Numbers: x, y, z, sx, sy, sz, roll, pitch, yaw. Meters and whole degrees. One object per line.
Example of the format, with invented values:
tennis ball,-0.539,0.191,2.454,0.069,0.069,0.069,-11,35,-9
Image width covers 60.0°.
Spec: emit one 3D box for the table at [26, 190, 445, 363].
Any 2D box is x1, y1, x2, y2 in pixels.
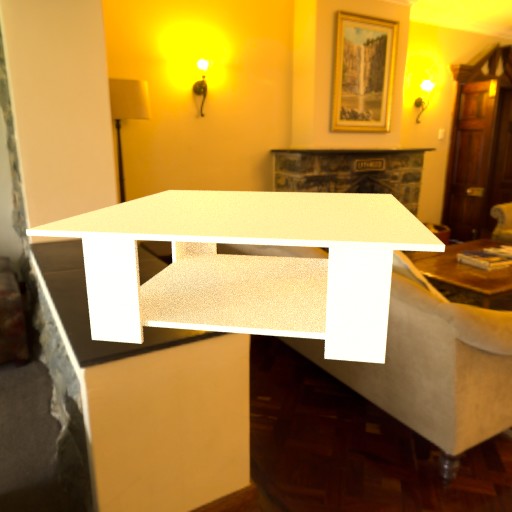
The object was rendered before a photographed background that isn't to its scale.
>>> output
table,0.000,0.000,1.380,0.890,0.305,0.890,3,14,10
